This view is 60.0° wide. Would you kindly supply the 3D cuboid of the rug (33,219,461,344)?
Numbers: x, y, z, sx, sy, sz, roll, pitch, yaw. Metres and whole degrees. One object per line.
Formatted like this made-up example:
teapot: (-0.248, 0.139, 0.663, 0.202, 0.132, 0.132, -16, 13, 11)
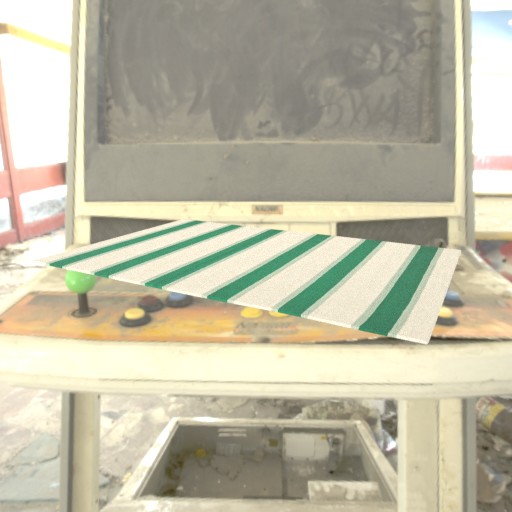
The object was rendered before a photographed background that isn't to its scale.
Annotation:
rug: (0.000, 0.000, 2.263, 1.829, 0.012, 1.210, 8, 18, 27)
